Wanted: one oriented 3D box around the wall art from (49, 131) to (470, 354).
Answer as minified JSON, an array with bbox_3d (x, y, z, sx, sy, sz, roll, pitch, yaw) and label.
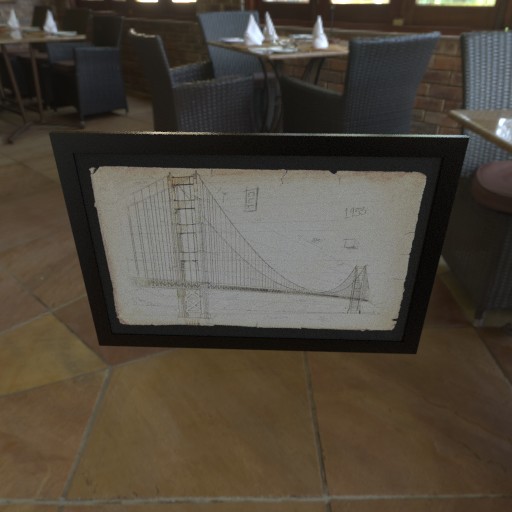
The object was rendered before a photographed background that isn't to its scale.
[{"bbox_3d":[0.000,0.000,0.813,0.660,0.447,0.013,1,31,2],"label":"wall art"}]
